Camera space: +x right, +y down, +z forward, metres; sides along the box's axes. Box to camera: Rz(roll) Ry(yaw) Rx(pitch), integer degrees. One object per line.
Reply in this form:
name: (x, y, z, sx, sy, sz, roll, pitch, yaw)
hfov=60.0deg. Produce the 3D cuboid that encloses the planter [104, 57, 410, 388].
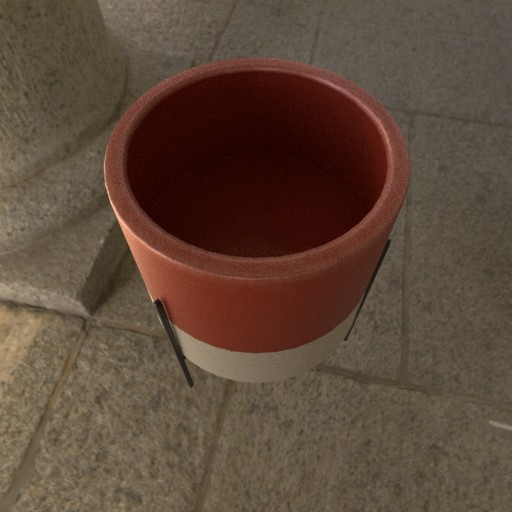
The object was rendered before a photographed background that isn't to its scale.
planter: (0.000, 0.000, 0.696, 0.345, 0.465, 0.354, -14, 58, -9)
